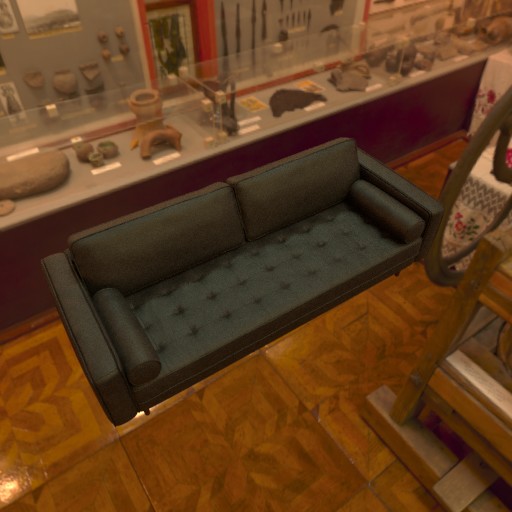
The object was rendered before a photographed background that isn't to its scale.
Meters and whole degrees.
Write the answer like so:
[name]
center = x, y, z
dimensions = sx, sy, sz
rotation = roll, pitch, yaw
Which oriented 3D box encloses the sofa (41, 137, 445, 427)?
[sofa]
center = 0.000, 0.000, 2.634
dimensions = 2.210, 0.762, 0.914
rotation = -24, 50, -23
